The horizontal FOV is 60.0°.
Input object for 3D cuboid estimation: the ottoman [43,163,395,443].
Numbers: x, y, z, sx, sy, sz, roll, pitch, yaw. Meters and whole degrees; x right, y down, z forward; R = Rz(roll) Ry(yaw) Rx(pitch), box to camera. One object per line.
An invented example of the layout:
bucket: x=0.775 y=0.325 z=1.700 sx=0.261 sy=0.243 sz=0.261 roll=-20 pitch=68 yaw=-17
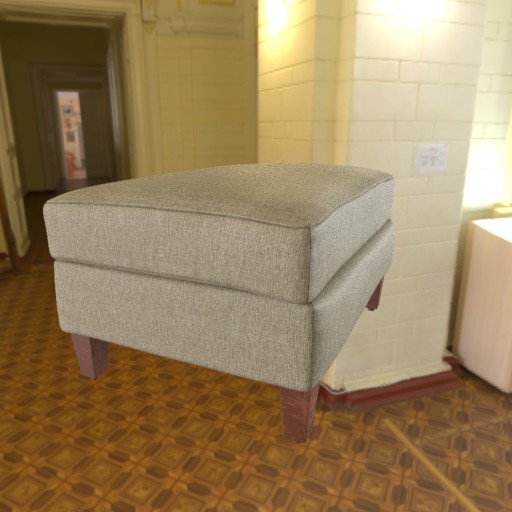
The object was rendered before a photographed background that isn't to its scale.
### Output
ottoman: x=0.000 y=0.000 z=1.226 sx=0.639 sy=0.494 sz=0.873 roll=7 pitch=18 yaw=24
